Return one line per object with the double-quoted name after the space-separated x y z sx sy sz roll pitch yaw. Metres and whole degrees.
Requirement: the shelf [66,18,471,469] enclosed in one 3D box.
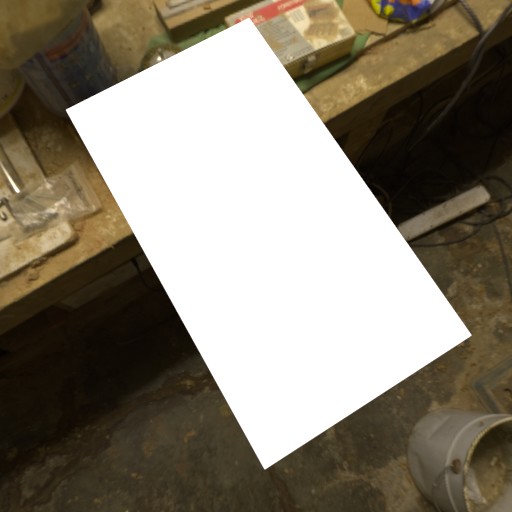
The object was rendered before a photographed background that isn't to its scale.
0.000 0.000 1.338 0.498 0.750 0.902 -30 78 -7 "shelf"
